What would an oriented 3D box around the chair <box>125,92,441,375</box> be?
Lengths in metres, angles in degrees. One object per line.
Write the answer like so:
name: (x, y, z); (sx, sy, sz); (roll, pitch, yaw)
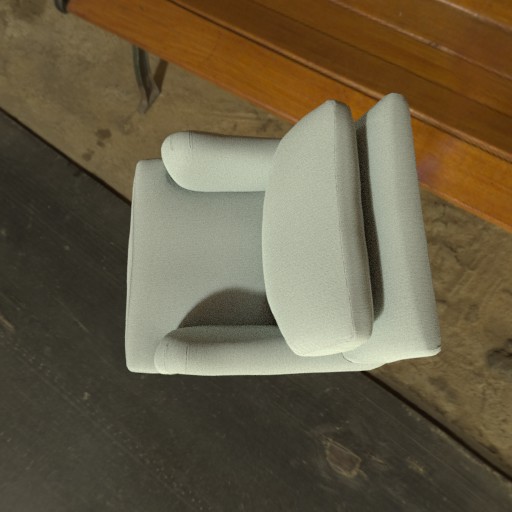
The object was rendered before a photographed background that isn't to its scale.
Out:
chair: (0.000, 0.000, 1.837); (1.070, 1.038, 0.955); (-2, 74, 0)
